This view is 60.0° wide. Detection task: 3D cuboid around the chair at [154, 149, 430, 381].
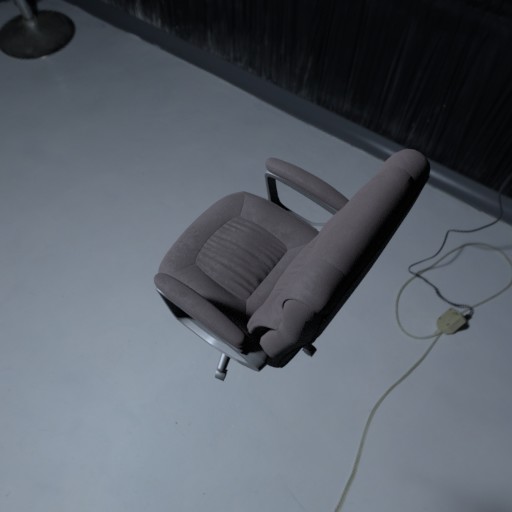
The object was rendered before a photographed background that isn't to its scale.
[{"bbox_3d":[0.000,0.000,1.508,0.724,1.105,0.667,34,67,17],"label":"chair"}]
